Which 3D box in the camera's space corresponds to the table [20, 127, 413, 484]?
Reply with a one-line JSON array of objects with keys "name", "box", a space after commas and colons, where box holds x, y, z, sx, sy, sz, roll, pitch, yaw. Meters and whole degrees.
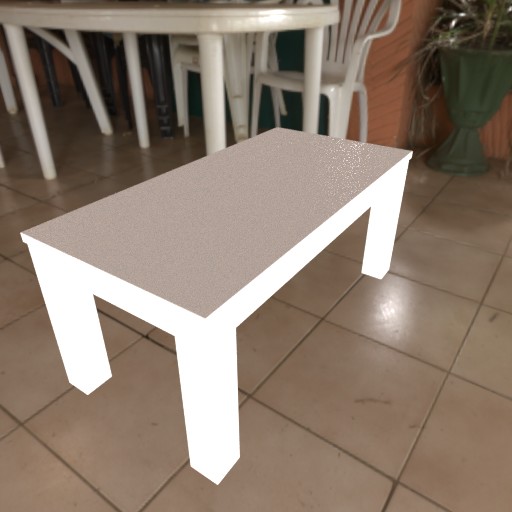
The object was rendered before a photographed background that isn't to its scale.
[{"name": "table", "box": [0.000, 0.000, 2.274, 0.900, 0.790, 1.800, 19, 36, 29]}]
